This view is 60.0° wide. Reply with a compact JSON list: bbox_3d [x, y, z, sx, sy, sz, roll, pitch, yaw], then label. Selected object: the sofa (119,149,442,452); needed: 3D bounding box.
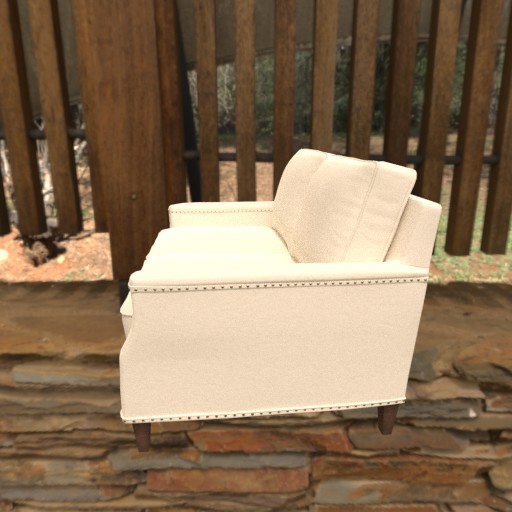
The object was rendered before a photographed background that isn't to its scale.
[{"bbox_3d":[0.000,0.000,2.188,1.084,1.003,1.597,-2,15,-6],"label":"sofa"}]
